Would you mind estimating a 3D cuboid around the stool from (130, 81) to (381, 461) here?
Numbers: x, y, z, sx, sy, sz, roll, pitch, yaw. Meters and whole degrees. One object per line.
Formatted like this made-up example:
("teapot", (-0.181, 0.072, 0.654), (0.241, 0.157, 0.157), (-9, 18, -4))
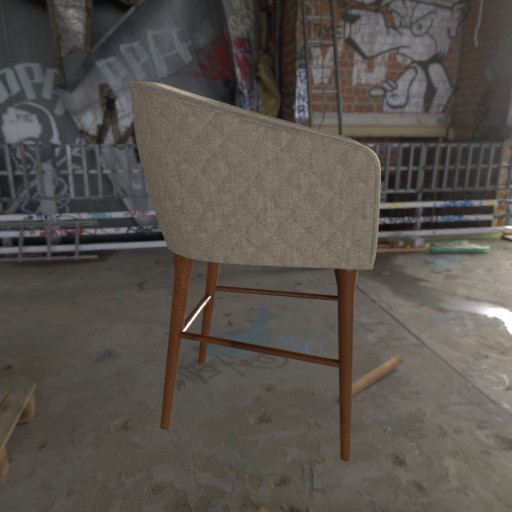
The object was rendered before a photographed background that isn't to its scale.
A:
("stool", (0.000, 0.000, 1.292), (0.635, 0.952, 0.559), (3, 16, 9))
